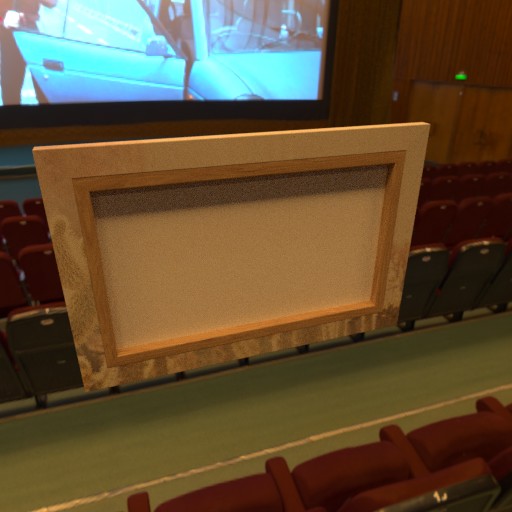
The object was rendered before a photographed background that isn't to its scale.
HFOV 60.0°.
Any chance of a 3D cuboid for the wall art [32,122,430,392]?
[{"bbox_3d":[0.000,0.000,1.405,1.142,0.758,0.041,-8,27,-17],"label":"wall art"}]
